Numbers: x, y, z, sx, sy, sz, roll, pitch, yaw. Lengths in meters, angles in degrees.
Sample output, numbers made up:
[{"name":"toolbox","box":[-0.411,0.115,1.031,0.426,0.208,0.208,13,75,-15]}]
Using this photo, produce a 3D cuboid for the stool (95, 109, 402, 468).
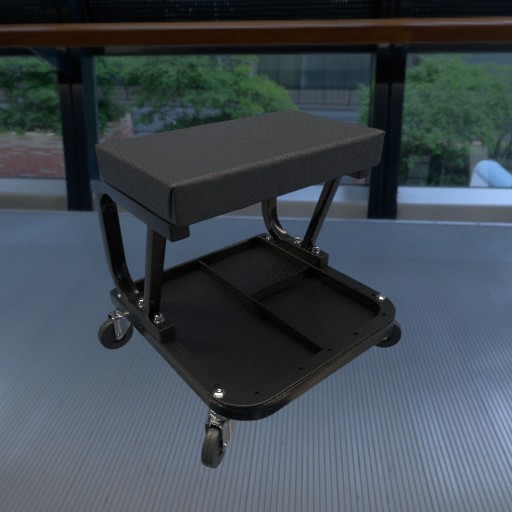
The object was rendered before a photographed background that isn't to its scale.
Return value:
[{"name":"stool","box":[0.000,0.000,0.714,0.446,0.380,0.371,-22,36,-34]}]
